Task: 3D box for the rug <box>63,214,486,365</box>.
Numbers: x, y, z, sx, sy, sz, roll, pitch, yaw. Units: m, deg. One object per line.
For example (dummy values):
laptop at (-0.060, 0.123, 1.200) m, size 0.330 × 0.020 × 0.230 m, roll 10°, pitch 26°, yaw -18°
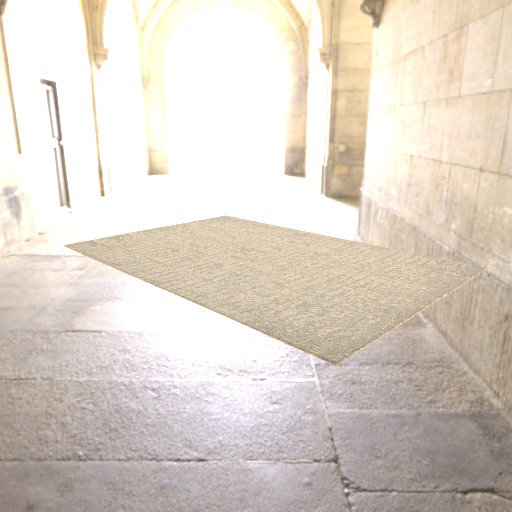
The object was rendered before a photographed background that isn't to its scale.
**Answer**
rug at (0.000, 0.000, 2.265) m, size 1.827 × 0.007 × 1.211 m, roll 16°, pitch 23°, yaw 42°
